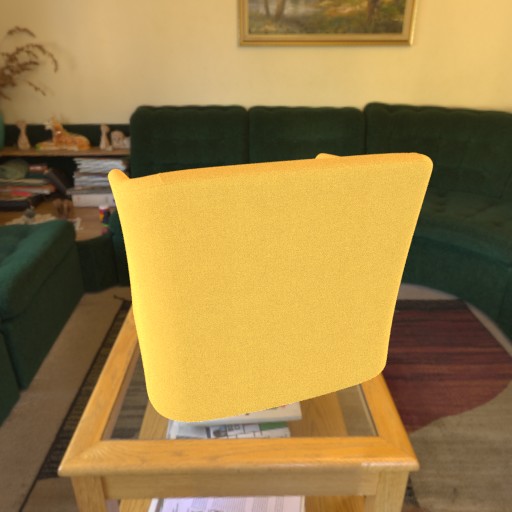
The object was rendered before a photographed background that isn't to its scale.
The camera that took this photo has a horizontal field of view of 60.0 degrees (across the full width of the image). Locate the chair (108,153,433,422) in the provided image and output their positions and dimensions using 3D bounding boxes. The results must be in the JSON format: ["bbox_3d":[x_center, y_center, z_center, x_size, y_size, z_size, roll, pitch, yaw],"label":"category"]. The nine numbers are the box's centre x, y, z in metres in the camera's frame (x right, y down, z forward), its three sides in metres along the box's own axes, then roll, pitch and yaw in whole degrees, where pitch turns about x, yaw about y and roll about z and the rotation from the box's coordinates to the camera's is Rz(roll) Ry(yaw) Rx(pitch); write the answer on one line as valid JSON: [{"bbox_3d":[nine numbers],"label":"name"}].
[{"bbox_3d":[0.000,0.000,1.352,0.790,0.720,0.700,-8,26,-17],"label":"chair"}]
